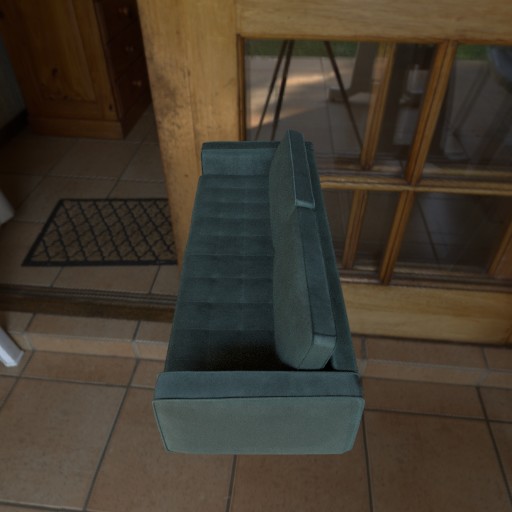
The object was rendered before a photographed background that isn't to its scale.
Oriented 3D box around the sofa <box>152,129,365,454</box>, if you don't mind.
[{"bbox_3d":[0.000,0.000,2.689,0.886,0.781,2.214,0,41,0],"label":"sofa"}]
